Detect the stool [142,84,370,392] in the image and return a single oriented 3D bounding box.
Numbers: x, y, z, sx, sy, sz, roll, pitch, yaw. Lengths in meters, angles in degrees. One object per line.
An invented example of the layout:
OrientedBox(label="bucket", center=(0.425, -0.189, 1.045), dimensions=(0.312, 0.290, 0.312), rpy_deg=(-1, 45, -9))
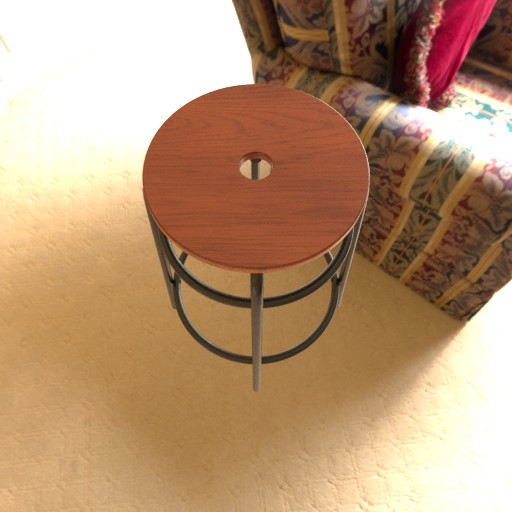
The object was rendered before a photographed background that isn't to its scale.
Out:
OrientedBox(label="stool", center=(0.000, 0.000, 0.928), dimensions=(0.455, 0.610, 0.455), rpy_deg=(0, 64, 0))
